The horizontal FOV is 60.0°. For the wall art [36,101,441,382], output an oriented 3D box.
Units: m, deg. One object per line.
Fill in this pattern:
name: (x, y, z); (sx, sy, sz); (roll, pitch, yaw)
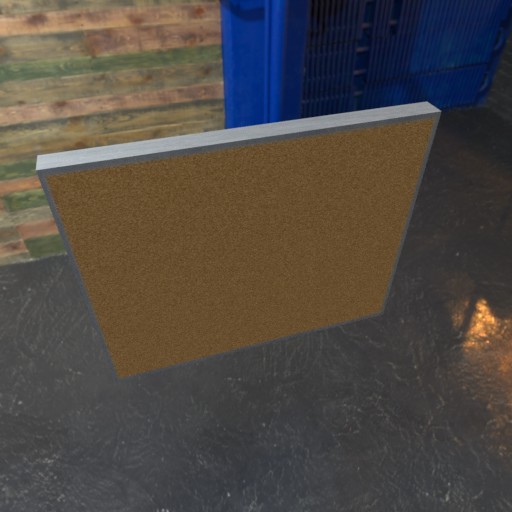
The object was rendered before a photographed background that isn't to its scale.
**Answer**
wall art: (0.000, 0.000, 0.749); (0.557, 0.450, 0.037); (-12, 43, -13)
